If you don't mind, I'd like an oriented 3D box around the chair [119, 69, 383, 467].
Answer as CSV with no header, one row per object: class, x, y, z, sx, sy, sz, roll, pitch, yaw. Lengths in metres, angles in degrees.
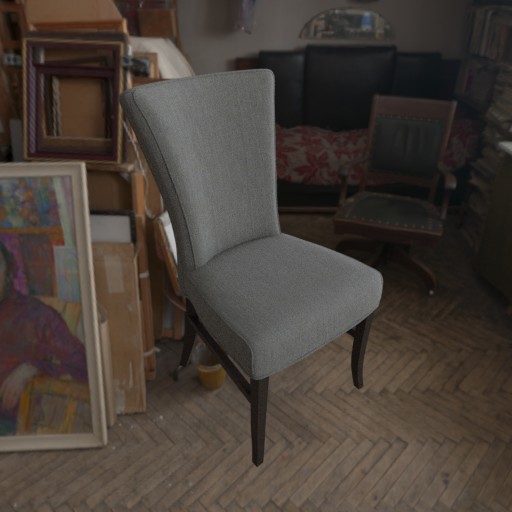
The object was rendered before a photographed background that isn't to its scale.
chair,0.000,0.000,1.388,0.520,0.991,0.660,-23,39,-32
